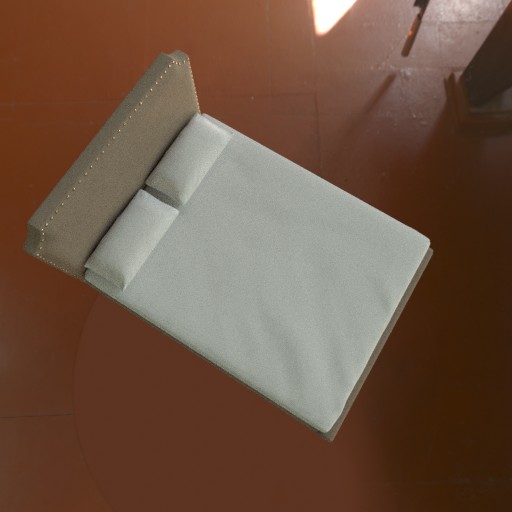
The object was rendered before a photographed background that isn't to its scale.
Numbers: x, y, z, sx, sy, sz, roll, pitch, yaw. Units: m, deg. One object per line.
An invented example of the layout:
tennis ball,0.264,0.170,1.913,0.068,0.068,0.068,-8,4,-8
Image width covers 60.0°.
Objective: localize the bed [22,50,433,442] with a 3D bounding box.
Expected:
bed,0.000,0.000,3.292,2.329,1.415,1.703,31,78,8
